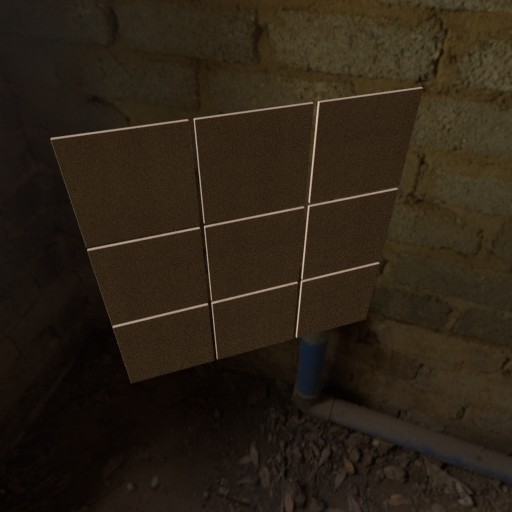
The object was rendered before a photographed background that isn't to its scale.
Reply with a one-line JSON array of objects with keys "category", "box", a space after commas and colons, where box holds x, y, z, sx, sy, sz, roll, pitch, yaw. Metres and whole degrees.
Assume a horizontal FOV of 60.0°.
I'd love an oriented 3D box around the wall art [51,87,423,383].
[{"category": "wall art", "box": [0.000, 0.000, 1.796, 1.219, 1.218, 0.013, -12, 43, -14]}]
